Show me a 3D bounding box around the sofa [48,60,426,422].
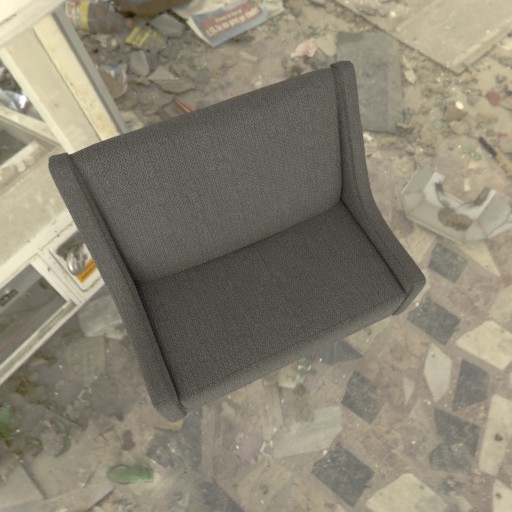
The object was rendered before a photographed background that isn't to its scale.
[{"bbox_3d":[0.000,0.000,1.913,1.242,1.022,0.873,-23,64,-12],"label":"sofa"}]
